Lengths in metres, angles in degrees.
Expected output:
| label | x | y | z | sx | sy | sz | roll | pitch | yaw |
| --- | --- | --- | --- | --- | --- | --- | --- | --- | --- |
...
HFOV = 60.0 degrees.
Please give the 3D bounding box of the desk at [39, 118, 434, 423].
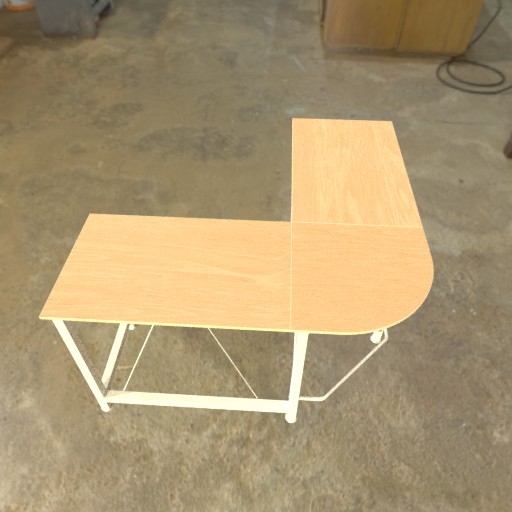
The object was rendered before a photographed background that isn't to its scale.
| label | x | y | z | sx | sy | sz | roll | pitch | yaw |
| --- | --- | --- | --- | --- | --- | --- | --- | --- | --- |
| desk | 0.000 | 0.000 | 2.243 | 1.400 | 0.762 | 1.400 | 3 | 46 | 2 |
